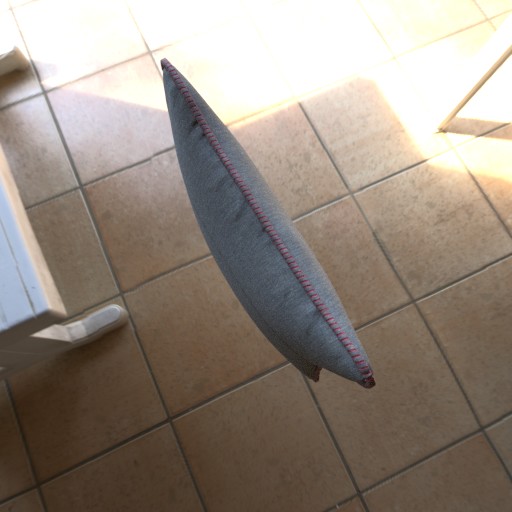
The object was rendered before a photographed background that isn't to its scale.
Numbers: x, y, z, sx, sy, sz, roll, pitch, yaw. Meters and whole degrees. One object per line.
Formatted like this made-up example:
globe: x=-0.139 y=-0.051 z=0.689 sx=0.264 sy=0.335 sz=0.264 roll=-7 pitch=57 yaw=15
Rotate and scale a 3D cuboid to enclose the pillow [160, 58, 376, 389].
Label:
pillow: x=0.000 y=0.000 z=0.741 sx=0.124 sy=0.491 sz=0.482 roll=-30 pitch=77 yaw=-8
